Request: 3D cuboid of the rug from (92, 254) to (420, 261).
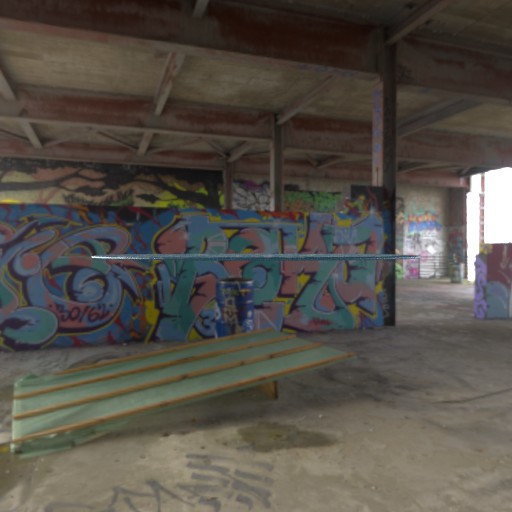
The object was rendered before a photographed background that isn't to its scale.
[{"bbox_3d":[0.000,0.000,2.289,1.593,0.012,1.593,0,1,0],"label":"rug"}]
